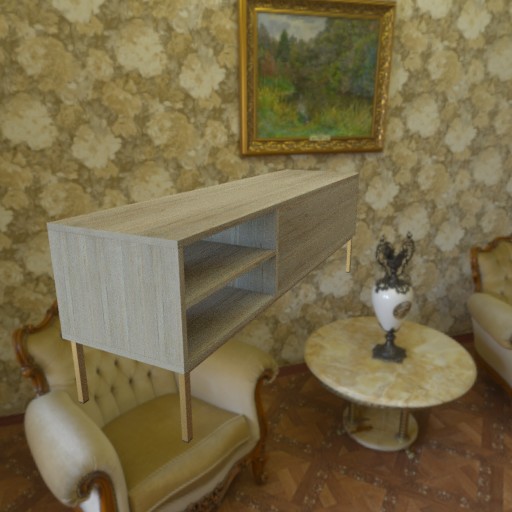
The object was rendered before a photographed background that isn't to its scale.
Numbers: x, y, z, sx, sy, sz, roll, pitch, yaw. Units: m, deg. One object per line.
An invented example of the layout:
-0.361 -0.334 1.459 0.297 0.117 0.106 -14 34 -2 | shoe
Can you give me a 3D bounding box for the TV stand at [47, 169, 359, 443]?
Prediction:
0.000 0.000 1.832 0.420 0.550 1.600 8 18 26 | TV stand
